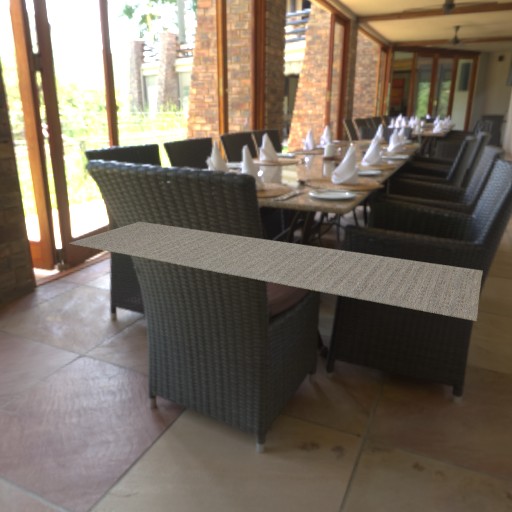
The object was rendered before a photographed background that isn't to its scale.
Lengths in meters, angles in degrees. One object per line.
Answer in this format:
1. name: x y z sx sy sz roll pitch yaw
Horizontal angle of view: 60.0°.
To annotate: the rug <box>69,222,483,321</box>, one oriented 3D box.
1. rug: 0.000 0.000 2.672 2.437 0.005 0.688 9 20 26
